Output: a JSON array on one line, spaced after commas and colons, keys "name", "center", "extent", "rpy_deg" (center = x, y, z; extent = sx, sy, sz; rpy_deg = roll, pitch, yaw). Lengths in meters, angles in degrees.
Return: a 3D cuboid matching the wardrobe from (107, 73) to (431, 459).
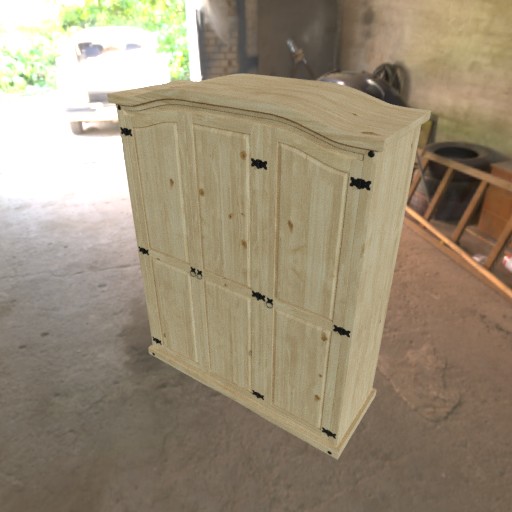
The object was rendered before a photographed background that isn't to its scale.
[{"name": "wardrobe", "center": [0.000, 0.000, 2.571], "extent": [1.500, 1.870, 0.570], "rpy_deg": [19, 35, 29]}]
